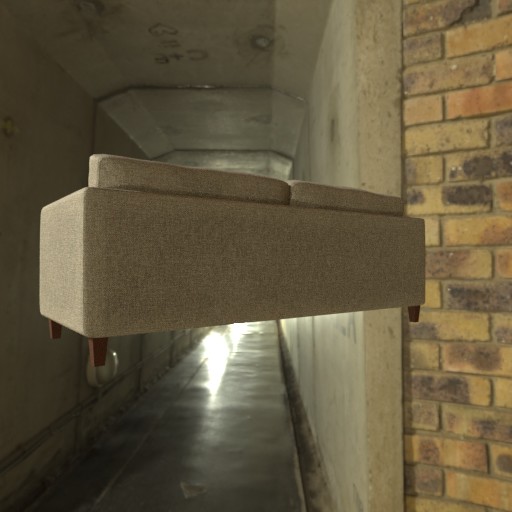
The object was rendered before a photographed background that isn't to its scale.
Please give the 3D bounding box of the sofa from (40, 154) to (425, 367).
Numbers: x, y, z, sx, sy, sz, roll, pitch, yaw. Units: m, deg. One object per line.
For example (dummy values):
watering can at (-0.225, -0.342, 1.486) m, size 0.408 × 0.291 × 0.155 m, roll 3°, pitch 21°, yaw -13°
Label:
sofa at (0.000, 0.000, 2.890) m, size 2.434 × 0.951 × 0.948 m, roll 0°, pitch -1°, yaw -36°
